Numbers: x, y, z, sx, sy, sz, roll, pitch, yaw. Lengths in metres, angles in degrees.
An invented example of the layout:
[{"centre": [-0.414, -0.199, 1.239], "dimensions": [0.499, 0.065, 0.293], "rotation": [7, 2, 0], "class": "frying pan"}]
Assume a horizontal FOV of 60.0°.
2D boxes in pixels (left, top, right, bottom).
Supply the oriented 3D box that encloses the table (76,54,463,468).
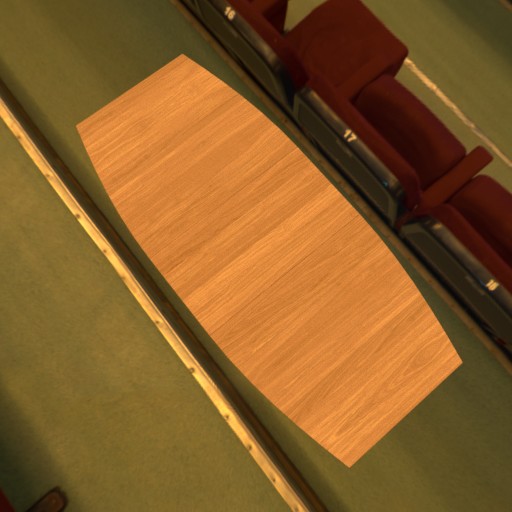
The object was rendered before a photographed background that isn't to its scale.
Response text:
[{"centre": [0.000, 0.000, 2.437], "dimensions": [0.900, 0.750, 2.032], "rotation": [-38, 79, -9], "class": "table"}]
